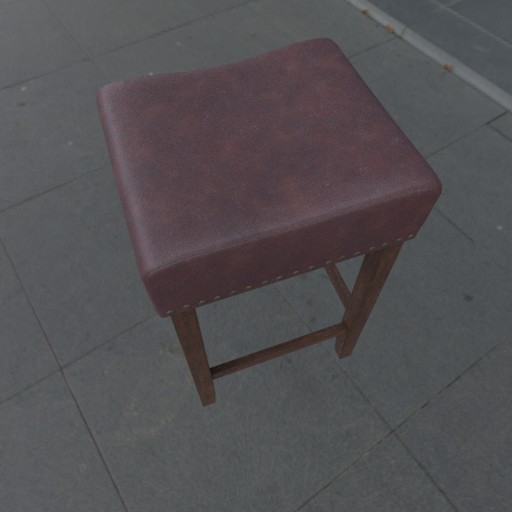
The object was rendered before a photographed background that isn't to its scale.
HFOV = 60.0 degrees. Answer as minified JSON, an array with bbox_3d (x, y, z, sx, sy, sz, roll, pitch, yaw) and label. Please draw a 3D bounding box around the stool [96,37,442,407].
[{"bbox_3d":[0.000,0.000,1.024,0.465,0.769,0.401,-17,59,-10],"label":"stool"}]
